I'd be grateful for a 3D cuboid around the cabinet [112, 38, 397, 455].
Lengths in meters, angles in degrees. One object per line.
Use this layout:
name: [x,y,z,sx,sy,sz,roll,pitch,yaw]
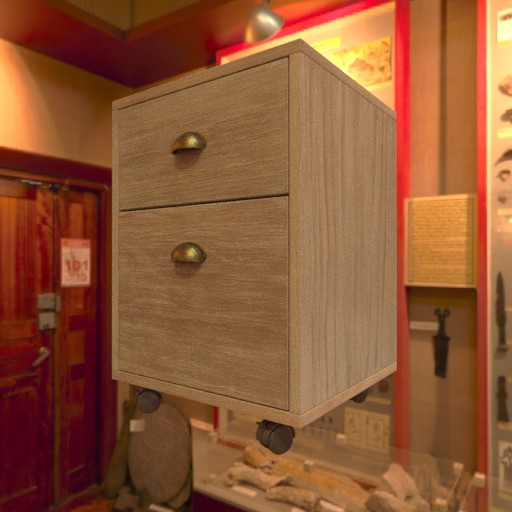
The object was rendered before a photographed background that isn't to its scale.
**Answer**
cabinet: [0.000,0.000,0.852,0.409,0.579,0.401,0,0,36]
